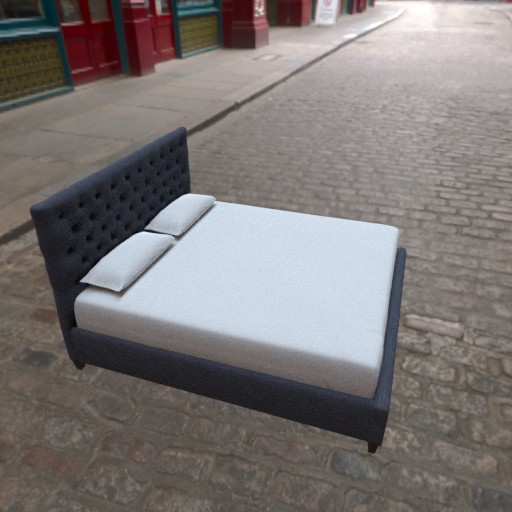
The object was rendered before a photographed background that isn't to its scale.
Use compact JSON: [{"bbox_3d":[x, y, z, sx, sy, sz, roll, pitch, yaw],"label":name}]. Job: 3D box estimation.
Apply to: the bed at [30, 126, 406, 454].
[{"bbox_3d":[0.000,0.000,3.649,2.387,1.427,2.078,10,32,16],"label":"bed"}]
